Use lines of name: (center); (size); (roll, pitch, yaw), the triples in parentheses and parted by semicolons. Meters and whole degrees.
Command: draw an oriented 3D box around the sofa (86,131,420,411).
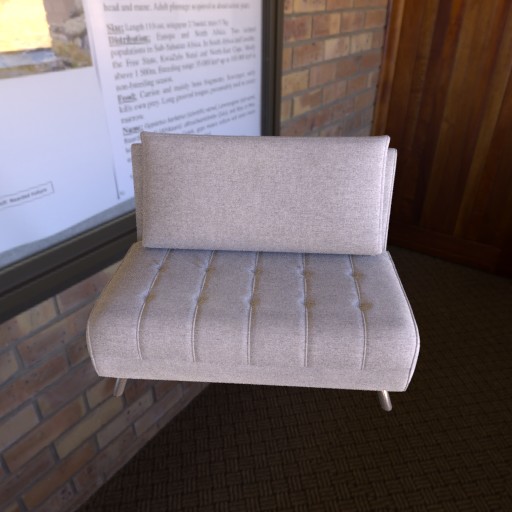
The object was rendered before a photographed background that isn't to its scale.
sofa: (0.000, 0.000, 1.886); (1.220, 0.910, 0.910); (2, 31, 3)
